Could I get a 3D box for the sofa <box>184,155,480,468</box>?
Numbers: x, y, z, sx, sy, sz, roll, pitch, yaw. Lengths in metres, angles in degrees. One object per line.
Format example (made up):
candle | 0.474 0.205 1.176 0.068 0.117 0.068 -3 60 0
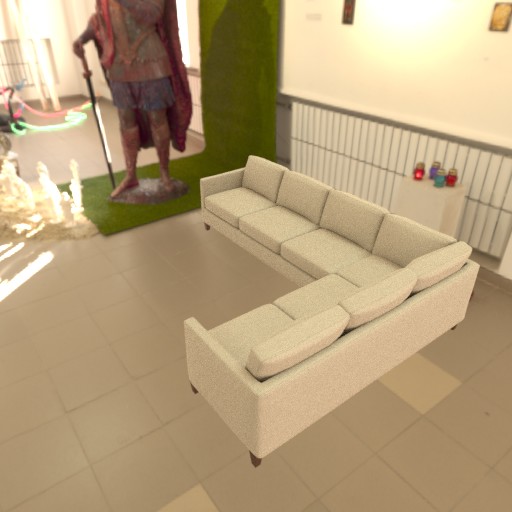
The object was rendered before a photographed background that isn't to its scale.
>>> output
sofa | 0.000 0.000 4.506 2.522 0.934 3.333 -21 37 -31
